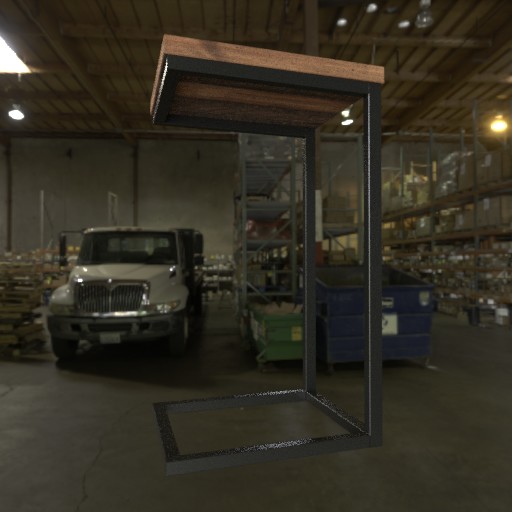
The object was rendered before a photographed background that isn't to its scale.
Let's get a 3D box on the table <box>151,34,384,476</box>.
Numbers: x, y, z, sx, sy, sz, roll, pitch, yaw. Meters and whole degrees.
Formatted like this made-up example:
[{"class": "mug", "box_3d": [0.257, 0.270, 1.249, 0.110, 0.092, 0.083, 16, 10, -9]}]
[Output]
[{"class": "table", "box_3d": [0.000, 0.000, 0.931, 0.414, 0.718, 0.323, 0, -1, -17]}]
